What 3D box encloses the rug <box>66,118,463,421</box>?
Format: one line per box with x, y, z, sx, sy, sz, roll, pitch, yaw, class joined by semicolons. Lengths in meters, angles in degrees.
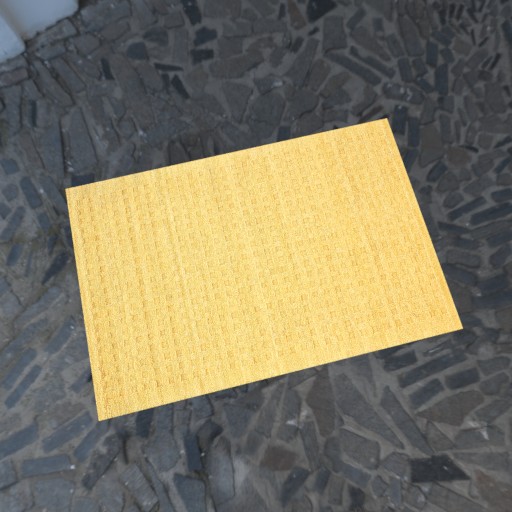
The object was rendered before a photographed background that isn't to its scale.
0.000;0.000;2.886;2.286;0.006;1.524;-13;75;-4;rug
